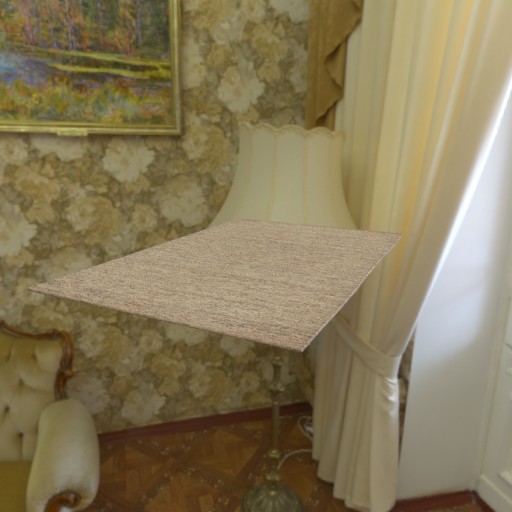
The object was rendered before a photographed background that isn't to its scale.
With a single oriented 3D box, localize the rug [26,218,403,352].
[{"bbox_3d":[0.000,0.000,2.966,1.547,0.013,2.283,7,17,26],"label":"rug"}]
